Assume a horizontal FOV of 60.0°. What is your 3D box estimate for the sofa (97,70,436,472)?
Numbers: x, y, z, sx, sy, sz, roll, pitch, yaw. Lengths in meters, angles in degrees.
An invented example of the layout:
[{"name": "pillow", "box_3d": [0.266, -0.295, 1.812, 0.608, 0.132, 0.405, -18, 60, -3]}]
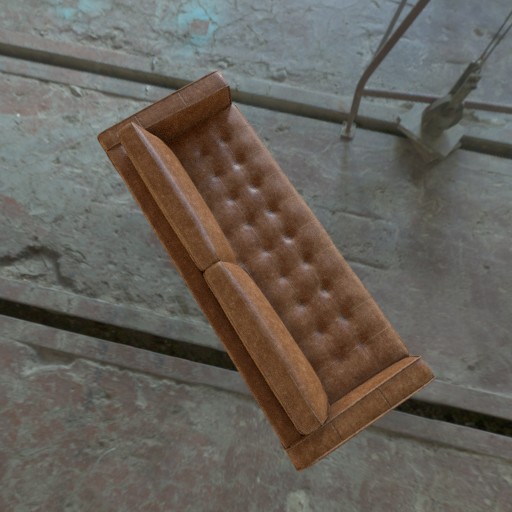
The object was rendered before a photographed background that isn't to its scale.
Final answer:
[{"name": "sofa", "box_3d": [0.000, 0.000, 2.626, 0.886, 0.779, 2.199, -32, 78, -8]}]
